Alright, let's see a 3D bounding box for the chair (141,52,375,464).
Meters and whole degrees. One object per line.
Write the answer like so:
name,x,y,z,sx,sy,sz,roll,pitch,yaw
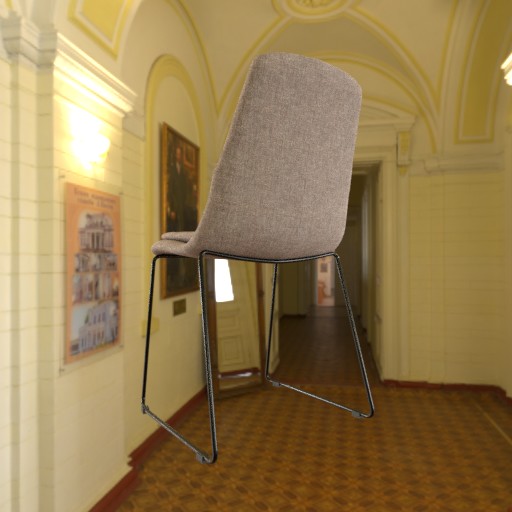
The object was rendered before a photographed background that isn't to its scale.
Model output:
chair,0.000,0.000,1.177,0.479,0.858,0.518,0,-1,-34
